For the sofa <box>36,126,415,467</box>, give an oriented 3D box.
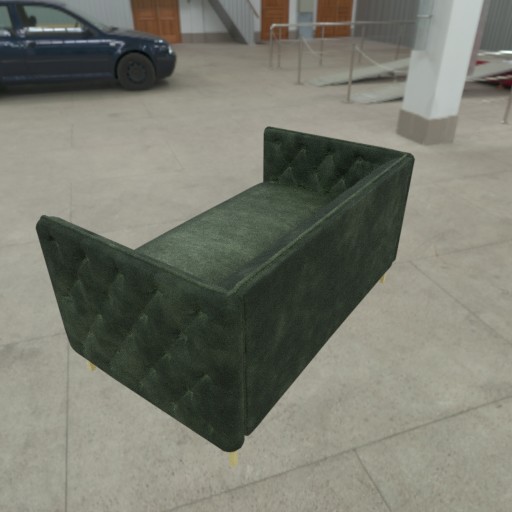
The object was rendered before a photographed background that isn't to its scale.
[{"bbox_3d":[0.000,0.000,2.062,0.895,0.768,1.537,20,36,30],"label":"sofa"}]
